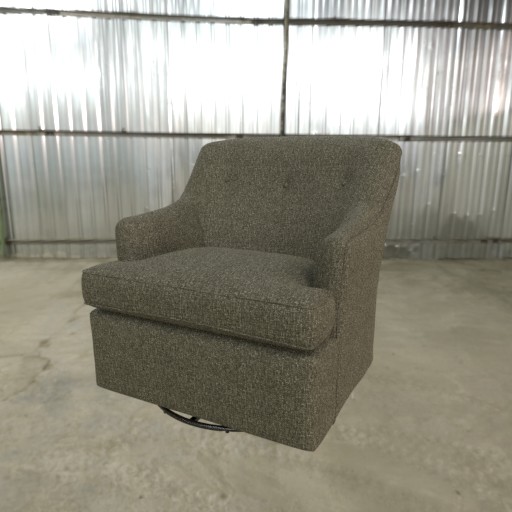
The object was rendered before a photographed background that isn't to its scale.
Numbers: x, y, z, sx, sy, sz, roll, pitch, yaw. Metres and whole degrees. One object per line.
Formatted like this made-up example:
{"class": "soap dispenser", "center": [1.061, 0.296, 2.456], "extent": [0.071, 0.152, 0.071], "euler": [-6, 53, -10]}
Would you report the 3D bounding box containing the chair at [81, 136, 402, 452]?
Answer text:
{"class": "chair", "center": [0.000, 0.000, 1.581], "extent": [0.864, 0.856, 0.923], "euler": [6, 14, 26]}
